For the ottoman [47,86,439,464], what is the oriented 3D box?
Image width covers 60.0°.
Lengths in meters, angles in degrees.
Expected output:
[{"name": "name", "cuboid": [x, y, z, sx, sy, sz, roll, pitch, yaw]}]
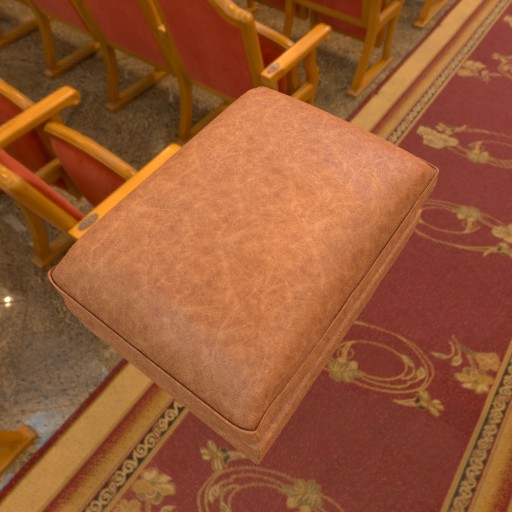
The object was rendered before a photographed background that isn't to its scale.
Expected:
[{"name": "ottoman", "cuboid": [0.000, 0.000, 1.043, 0.533, 0.480, 0.710, 32, 63, 19]}]
